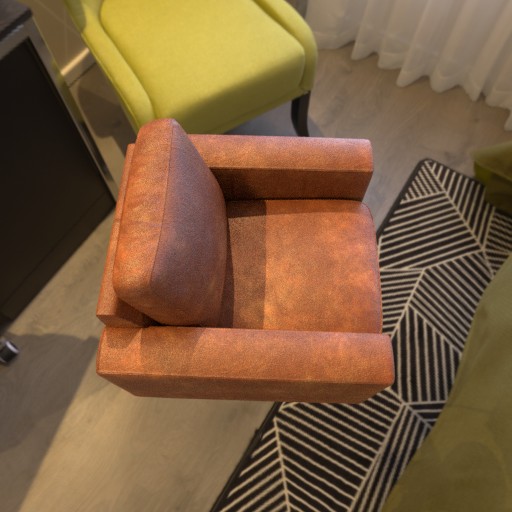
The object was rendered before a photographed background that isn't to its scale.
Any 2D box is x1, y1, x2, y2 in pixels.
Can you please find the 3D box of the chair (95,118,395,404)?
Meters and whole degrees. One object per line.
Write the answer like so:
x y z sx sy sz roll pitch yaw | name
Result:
0.000 0.000 1.752 1.016 0.873 1.005 2 65 1 | chair
